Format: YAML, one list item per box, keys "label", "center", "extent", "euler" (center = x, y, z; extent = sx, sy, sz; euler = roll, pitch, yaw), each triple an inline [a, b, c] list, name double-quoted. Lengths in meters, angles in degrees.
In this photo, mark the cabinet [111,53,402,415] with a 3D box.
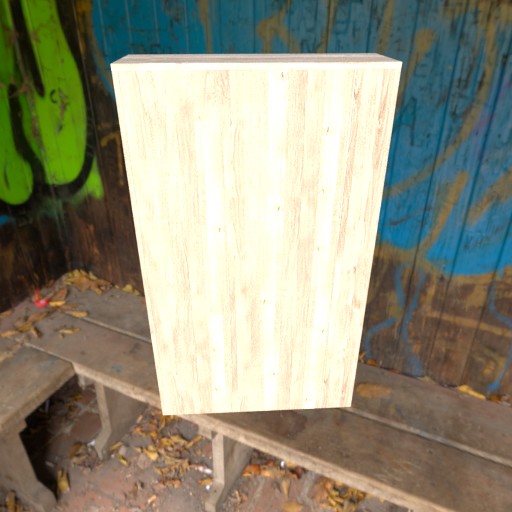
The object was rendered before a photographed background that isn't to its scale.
- label: "cabinet"
  center: [0.000, 0.000, 1.561]
  extent: [0.750, 1.280, 0.250]
  euler: [-2, 30, -3]
